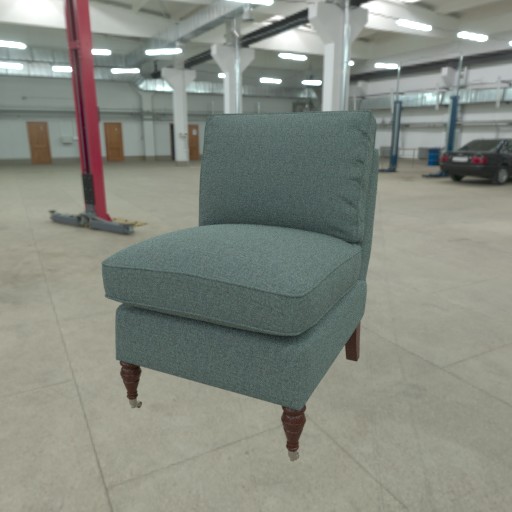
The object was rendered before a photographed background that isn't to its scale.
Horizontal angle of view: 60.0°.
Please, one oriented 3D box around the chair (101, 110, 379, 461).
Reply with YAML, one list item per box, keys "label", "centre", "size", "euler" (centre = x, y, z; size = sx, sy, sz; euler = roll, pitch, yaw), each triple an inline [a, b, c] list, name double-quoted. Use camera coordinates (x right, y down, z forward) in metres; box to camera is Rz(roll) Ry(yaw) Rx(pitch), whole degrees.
- label: "chair"
  centre: [0.000, 0.000, 1.428]
  size: [0.624, 0.901, 0.796]
  euler: [7, 17, 25]
